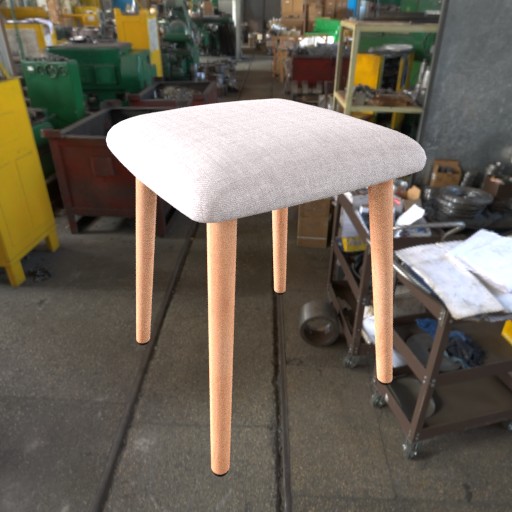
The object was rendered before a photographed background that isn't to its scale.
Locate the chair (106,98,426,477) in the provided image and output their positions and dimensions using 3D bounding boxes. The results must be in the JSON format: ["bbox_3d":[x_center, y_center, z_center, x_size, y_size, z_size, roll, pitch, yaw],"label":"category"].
[{"bbox_3d":[0.000,0.000,0.706,0.350,0.440,0.350,-17,34,-27],"label":"chair"}]
